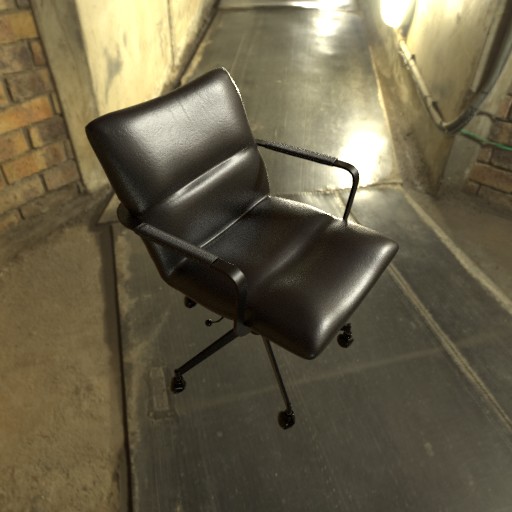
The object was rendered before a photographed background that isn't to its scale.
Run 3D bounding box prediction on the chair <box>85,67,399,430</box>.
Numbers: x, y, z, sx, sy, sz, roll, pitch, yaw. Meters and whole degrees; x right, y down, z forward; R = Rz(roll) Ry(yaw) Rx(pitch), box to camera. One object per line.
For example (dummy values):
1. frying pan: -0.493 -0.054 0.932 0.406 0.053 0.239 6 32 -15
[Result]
1. chair: 0.000 0.000 1.442 0.748 0.922 0.719 26 47 26
